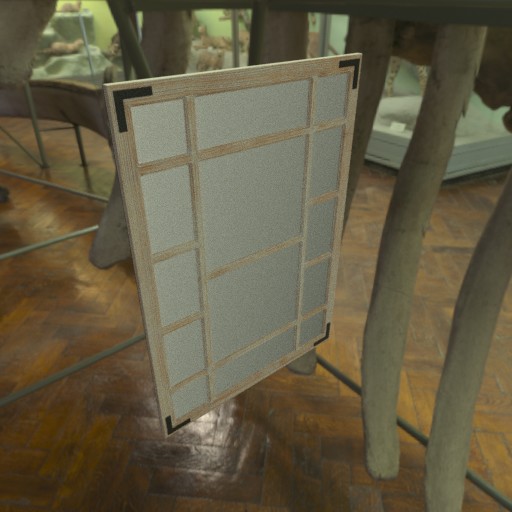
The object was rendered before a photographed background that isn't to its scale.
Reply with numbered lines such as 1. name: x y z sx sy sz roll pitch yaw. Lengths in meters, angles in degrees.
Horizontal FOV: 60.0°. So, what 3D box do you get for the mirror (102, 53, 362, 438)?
1. mirror: 0.000 0.000 1.250 0.705 0.996 0.025 -23 38 -32
